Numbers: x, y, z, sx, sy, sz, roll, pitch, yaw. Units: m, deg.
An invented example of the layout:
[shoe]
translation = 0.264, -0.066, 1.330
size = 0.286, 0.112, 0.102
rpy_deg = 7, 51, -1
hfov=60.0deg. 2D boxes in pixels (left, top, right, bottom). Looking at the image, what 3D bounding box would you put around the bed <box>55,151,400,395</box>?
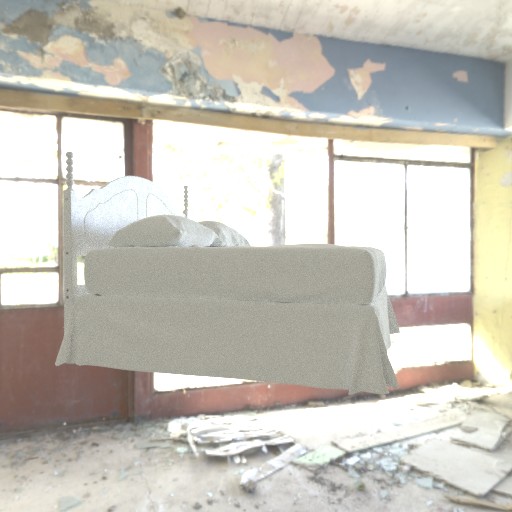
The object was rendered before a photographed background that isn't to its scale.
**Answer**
[bed]
translation = 0.000, 0.000, 3.292
size = 2.040, 1.356, 1.873
rpy_deg = 0, 1, 18
